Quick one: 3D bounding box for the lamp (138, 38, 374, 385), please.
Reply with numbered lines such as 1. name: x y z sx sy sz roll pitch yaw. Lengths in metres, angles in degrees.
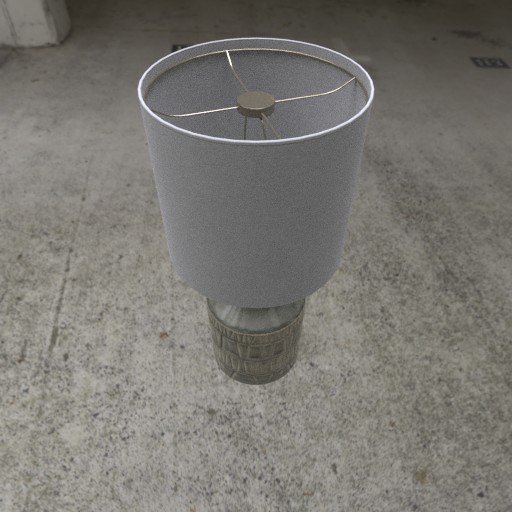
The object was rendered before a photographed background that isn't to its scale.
1. lamp: 0.000 0.000 0.564 0.211 0.455 0.211 -3 46 -3
